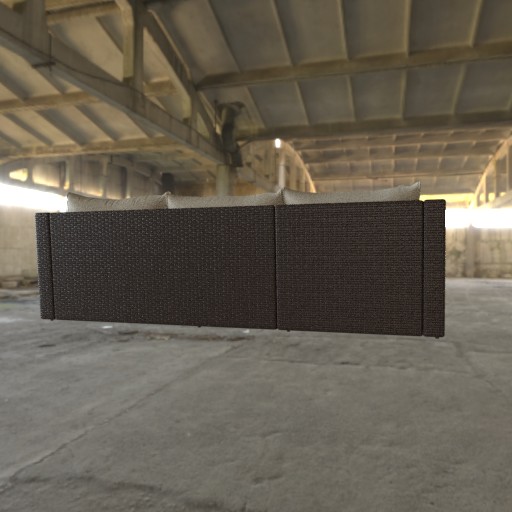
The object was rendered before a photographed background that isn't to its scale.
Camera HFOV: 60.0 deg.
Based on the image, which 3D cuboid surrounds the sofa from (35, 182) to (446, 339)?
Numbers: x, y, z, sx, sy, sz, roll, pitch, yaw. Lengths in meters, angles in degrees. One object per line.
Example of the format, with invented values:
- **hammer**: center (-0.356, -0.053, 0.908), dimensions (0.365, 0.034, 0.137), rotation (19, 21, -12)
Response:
- **sofa**: center (0.000, 0.000, 3.012), dimensions (2.192, 0.766, 1.612), rotation (0, 0, 16)
